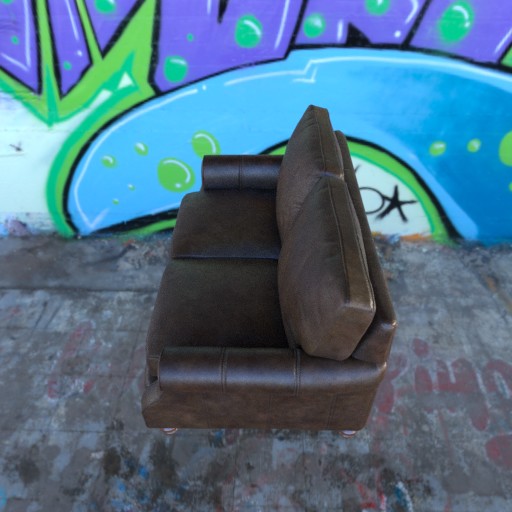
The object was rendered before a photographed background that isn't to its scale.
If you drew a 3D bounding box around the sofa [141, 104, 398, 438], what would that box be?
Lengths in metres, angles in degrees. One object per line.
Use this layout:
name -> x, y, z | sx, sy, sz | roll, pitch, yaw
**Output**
sofa -> 0.000, 0.000, 2.219 | 0.990, 0.976, 1.616 | 1, 42, 1
